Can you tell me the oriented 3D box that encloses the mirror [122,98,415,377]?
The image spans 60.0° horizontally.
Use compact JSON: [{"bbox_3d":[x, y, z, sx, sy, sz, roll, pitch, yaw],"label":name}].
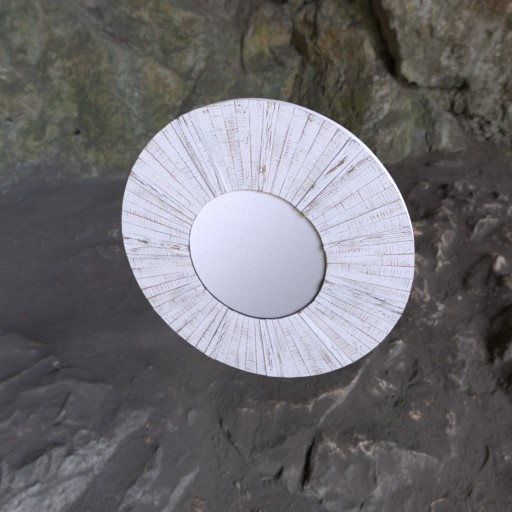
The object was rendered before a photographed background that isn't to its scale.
[{"bbox_3d":[0.000,0.000,1.356,0.914,0.914,0.038,9,29,16],"label":"mirror"}]
